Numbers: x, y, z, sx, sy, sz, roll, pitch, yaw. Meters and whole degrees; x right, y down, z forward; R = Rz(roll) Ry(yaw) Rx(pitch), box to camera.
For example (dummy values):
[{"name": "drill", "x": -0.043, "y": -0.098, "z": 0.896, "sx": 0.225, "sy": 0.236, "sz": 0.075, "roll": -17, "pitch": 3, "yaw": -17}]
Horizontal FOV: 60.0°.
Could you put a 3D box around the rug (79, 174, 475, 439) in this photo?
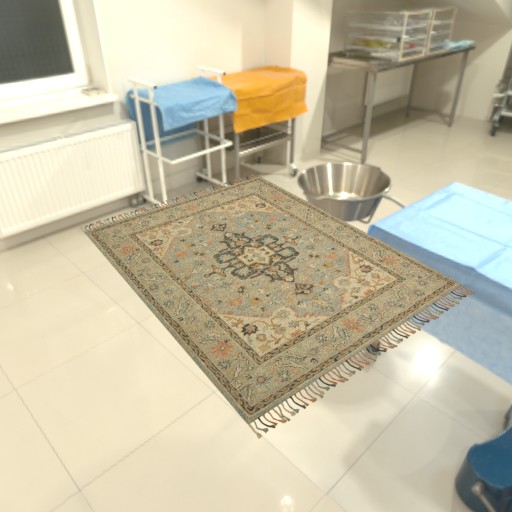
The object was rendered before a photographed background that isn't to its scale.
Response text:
[{"name": "rug", "x": 0.000, "y": 0.000, "z": 2.326, "sx": 1.278, "sy": 0.009, "sz": 1.730, "roll": -23, "pitch": 40, "yaw": -30}]
